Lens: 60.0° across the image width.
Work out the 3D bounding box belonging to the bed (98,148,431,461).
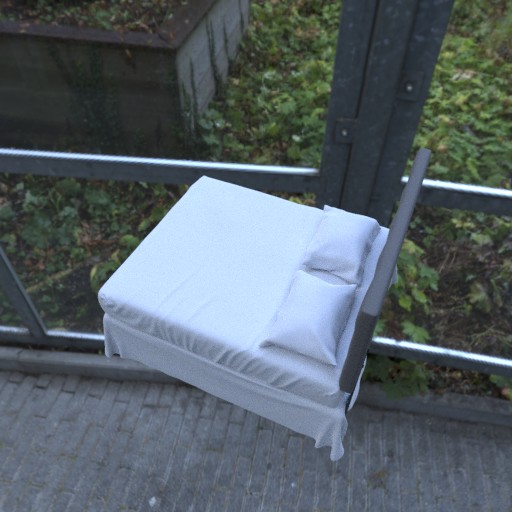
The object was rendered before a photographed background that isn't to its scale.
[{"bbox_3d":[0.000,0.000,3.543,2.222,1.577,1.936,18,49,17],"label":"bed"}]
